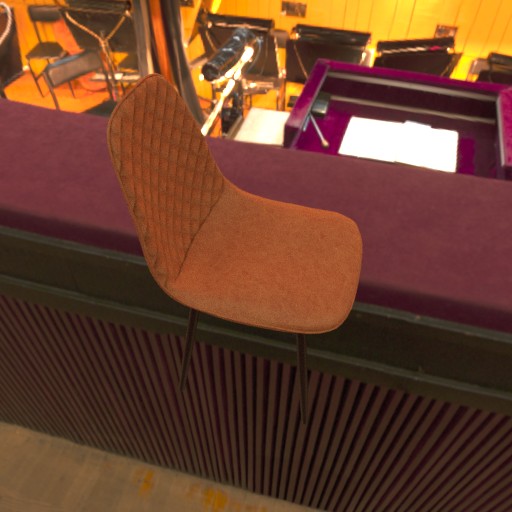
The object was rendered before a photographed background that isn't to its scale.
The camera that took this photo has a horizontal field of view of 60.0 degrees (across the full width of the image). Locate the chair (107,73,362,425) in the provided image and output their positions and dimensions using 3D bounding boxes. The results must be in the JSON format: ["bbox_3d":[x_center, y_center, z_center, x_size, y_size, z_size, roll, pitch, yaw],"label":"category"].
[{"bbox_3d":[0.000,0.000,1.212,0.561,0.889,0.472,12,48,11],"label":"chair"}]
